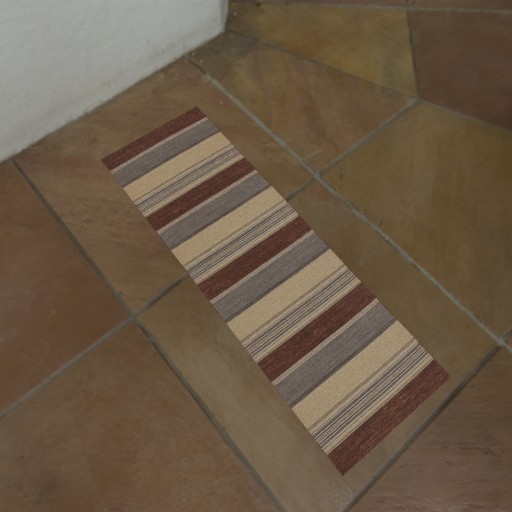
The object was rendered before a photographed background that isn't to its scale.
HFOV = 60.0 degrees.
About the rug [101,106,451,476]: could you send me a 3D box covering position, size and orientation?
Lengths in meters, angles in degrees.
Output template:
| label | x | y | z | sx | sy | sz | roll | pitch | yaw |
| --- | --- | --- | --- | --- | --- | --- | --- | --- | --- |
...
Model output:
| label | x | y | z | sx | sy | sz | roll | pitch | yaw |
| --- | --- | --- | --- | --- | --- | --- | --- | --- | --- |
| rug | 0.000 | 0.000 | 2.712 | 0.792 | 0.006 | 2.437 | -35 | 69 | -15 |
